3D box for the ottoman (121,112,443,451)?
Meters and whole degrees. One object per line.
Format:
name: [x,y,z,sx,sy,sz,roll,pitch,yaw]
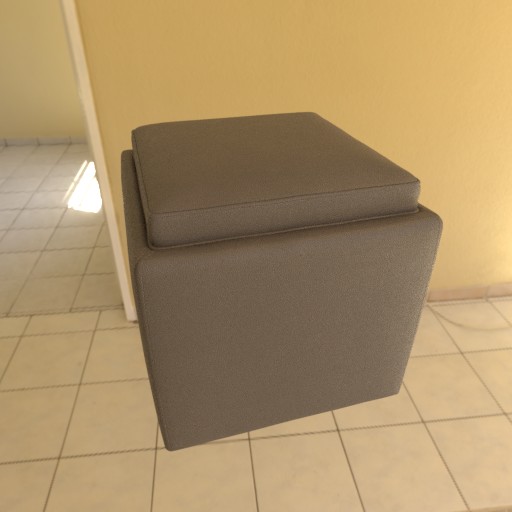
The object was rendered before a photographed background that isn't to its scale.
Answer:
ottoman: [0.000,0.000,0.839,0.451,0.460,0.450,-9,33,-14]
